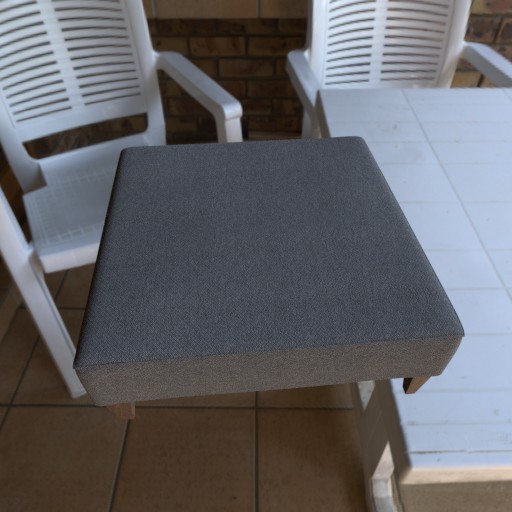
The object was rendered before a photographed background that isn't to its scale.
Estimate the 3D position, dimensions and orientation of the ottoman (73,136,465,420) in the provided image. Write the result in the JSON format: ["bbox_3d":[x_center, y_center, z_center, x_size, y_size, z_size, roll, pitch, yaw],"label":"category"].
[{"bbox_3d":[0.000,0.000,1.513,0.970,0.378,0.981,-4,45,-4],"label":"ottoman"}]
